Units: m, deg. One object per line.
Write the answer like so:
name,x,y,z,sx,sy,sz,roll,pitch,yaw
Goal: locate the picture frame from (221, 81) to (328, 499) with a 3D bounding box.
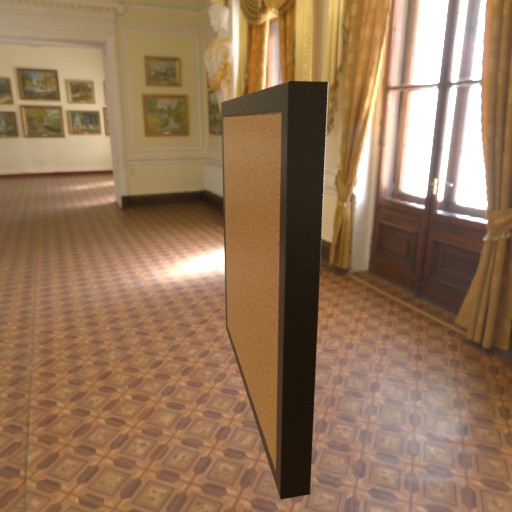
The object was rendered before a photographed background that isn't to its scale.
picture frame,0.000,0.000,0.518,0.029,0.353,0.355,-3,17,-11
